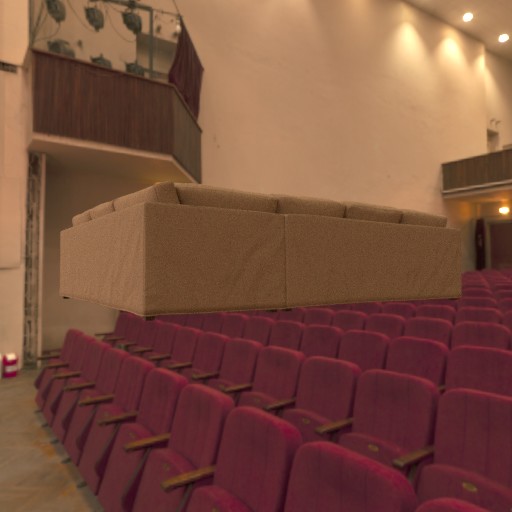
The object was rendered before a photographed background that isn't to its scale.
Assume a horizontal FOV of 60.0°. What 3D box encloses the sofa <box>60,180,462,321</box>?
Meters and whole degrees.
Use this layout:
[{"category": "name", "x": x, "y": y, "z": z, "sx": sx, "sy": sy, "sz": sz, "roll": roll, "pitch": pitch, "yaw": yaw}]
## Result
[{"category": "sofa", "x": 0.000, "y": 0.000, "z": 4.390, "sx": 3.182, "sy": 0.871, "sz": 2.432, "roll": 1, "pitch": -2, "yaw": -34}]
